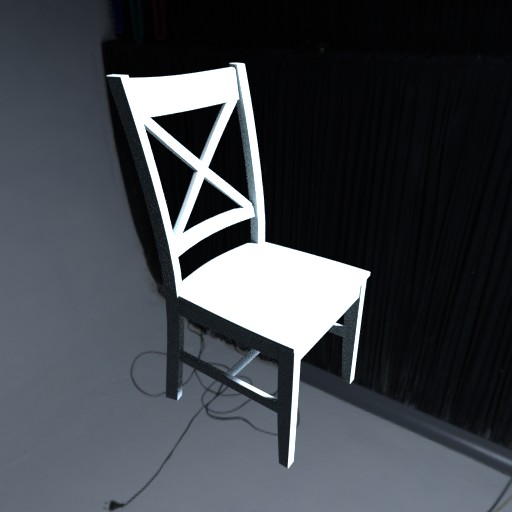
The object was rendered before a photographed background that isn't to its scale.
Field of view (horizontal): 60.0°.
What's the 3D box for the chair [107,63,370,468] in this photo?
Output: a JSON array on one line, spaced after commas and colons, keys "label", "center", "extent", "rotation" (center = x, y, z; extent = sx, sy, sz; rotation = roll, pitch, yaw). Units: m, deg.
[{"label": "chair", "center": [0.000, 0.000, 1.285], "extent": [0.542, 0.983, 0.485], "rotation": [18, 33, 31]}]
